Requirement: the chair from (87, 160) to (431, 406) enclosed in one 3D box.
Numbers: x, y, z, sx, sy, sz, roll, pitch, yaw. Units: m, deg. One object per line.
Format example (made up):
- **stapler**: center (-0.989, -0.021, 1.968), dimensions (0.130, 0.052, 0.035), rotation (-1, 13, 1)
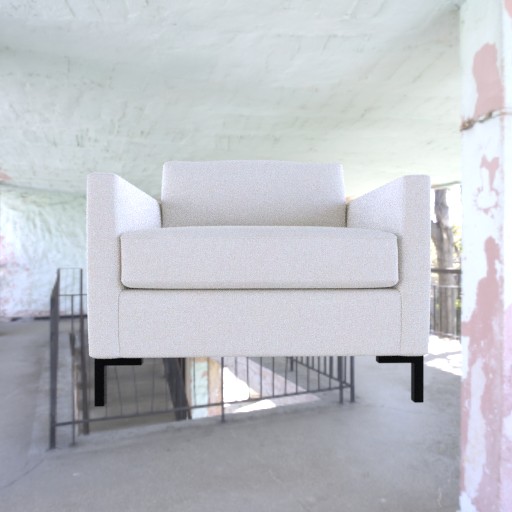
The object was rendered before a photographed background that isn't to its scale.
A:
- **chair**: center (0.000, 0.000, 1.597), dimensions (0.964, 0.806, 0.875), rotation (0, 0, -2)
